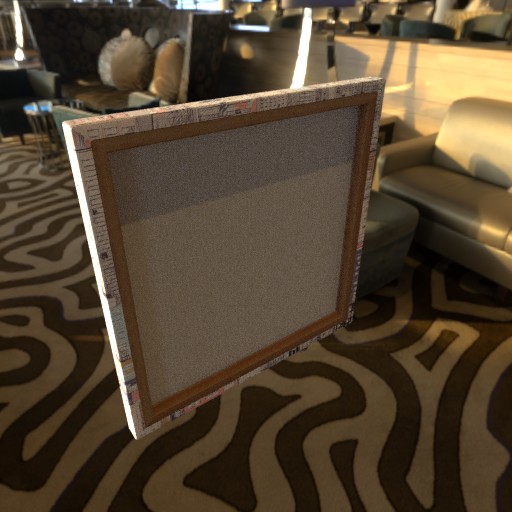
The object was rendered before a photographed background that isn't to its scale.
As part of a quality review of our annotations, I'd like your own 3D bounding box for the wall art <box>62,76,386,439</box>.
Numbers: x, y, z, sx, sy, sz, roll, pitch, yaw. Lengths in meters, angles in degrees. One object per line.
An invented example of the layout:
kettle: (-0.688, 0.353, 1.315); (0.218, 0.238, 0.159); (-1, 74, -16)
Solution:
wall art: (0.000, 0.000, 0.877); (0.607, 0.608, 0.038); (-21, 36, -31)
